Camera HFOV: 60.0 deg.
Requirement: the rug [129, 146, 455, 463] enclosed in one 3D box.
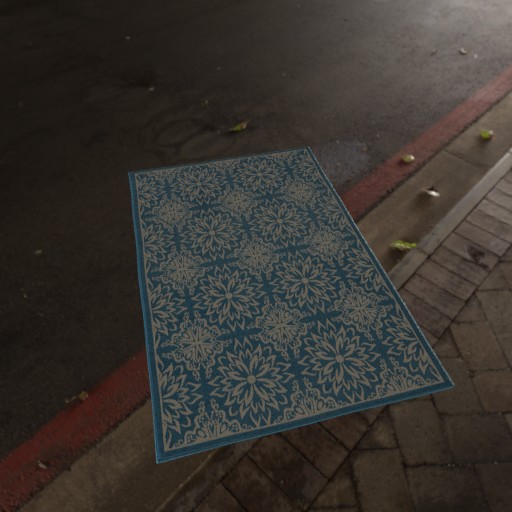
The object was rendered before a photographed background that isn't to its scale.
[{"bbox_3d":[0.000,0.000,2.320,1.211,0.012,1.833,-10,47,-10],"label":"rug"}]
